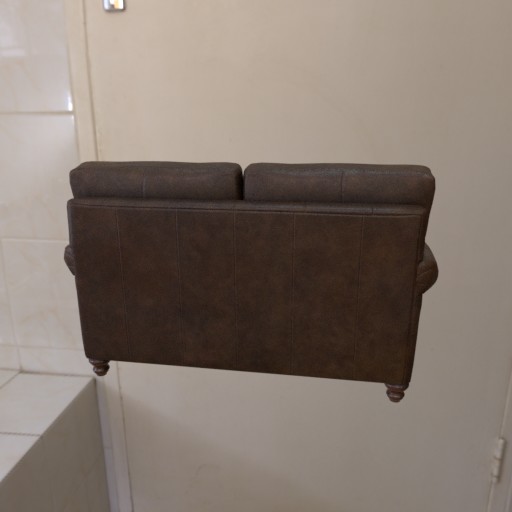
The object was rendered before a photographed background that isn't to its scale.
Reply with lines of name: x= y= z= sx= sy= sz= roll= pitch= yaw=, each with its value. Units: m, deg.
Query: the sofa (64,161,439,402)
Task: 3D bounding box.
sofa: x=0.000 y=0.000 z=2.257 sx=1.616 sy=0.976 sz=0.990 roll=2 pitch=16 yaw=9
